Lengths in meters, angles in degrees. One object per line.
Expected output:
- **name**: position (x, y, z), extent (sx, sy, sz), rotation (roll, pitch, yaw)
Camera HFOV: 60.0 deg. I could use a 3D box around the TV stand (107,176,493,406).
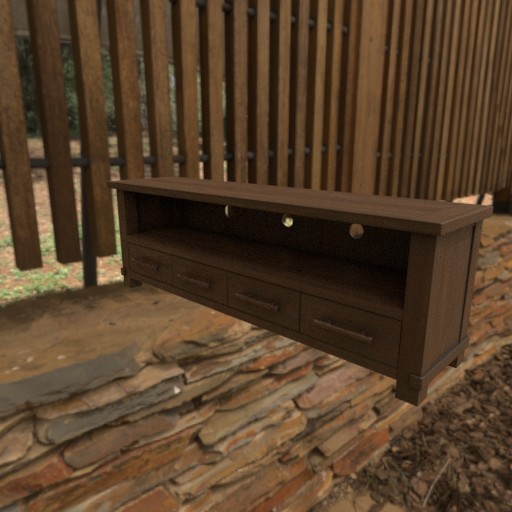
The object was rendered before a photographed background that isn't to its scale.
- **TV stand**: position (0.000, 0.000, 2.095), extent (1.866, 0.615, 0.471), rotation (14, 20, 42)
